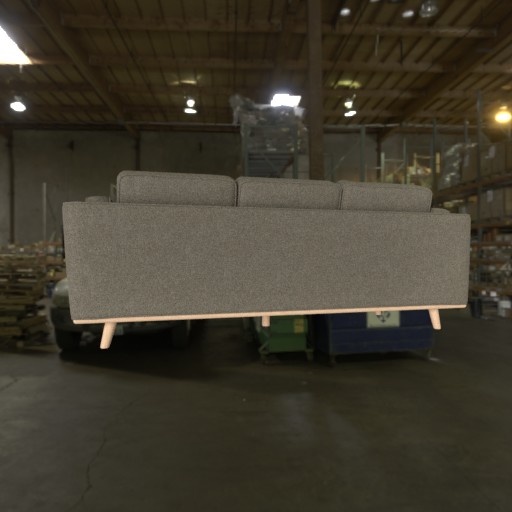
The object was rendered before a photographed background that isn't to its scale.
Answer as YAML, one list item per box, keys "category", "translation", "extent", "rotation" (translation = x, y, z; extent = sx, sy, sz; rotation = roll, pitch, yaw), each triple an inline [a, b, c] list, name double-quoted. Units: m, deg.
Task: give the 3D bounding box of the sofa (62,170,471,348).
- category: "sofa"
  translation: [0.000, 0.000, 3.195]
  extent: [2.411, 0.929, 1.604]
  rotation: [0, 0, -17]
